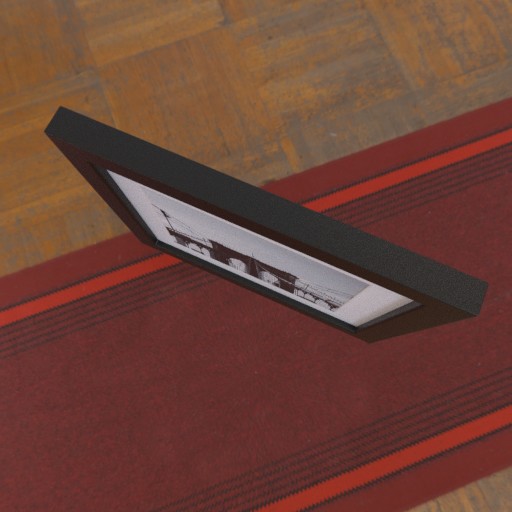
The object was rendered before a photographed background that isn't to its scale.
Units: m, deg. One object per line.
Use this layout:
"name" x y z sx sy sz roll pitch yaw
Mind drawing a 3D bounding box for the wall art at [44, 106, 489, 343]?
"wall art" 0.000 0.000 0.516 0.380 0.330 0.028 23 77 6
